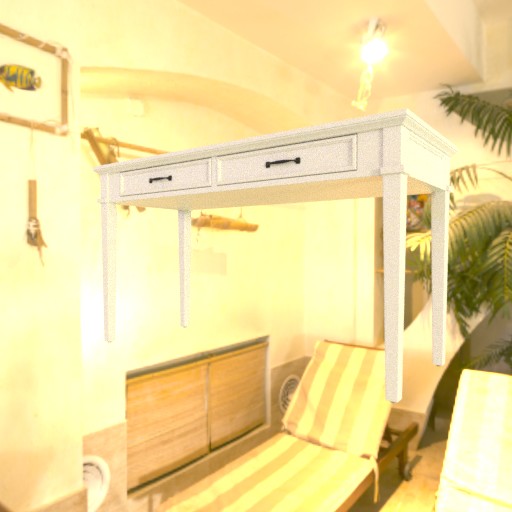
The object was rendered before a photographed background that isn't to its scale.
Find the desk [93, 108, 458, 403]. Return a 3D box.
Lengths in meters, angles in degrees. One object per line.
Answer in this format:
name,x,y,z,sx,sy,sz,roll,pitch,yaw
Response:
desk,0.000,0.000,1.764,1.372,0.774,0.559,1,1,37
